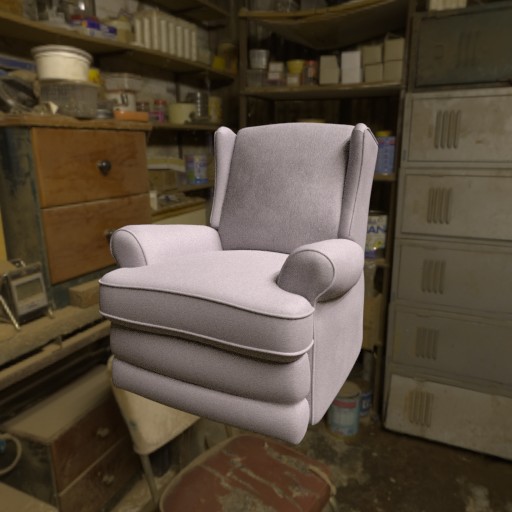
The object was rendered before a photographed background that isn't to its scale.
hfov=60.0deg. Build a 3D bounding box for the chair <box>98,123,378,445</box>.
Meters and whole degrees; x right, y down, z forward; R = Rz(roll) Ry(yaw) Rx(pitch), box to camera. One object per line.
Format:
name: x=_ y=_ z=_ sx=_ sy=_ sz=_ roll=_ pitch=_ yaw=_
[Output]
chair: x=0.000 y=0.000 z=1.693 sx=0.847 sy=1.011 sz=0.969 roll=7 pitch=15 yaw=26
